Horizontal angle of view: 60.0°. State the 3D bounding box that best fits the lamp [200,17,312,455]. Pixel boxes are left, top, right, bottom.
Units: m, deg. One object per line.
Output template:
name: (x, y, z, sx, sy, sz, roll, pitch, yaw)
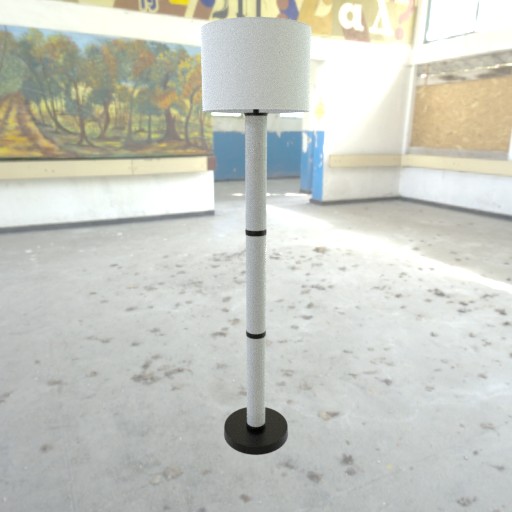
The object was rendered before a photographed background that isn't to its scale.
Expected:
lamp: (0.000, 0.000, 1.717, 0.377, 1.599, 0.377, -8, 17, -25)
